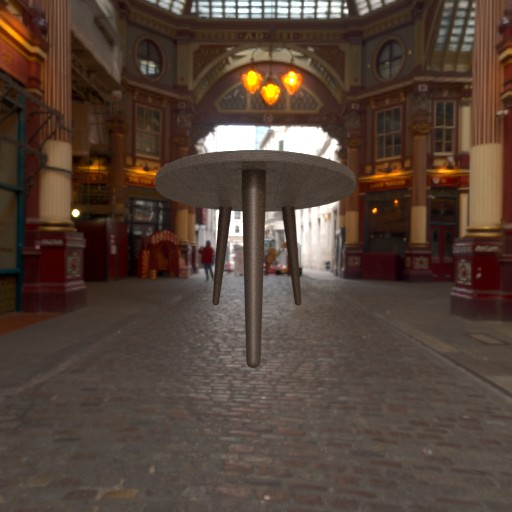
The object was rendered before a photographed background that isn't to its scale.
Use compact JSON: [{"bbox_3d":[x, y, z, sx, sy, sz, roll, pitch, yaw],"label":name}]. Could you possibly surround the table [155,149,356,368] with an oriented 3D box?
[{"bbox_3d":[0.000,0.000,1.316,0.542,0.390,1.083,0,1,1],"label":"table"}]
